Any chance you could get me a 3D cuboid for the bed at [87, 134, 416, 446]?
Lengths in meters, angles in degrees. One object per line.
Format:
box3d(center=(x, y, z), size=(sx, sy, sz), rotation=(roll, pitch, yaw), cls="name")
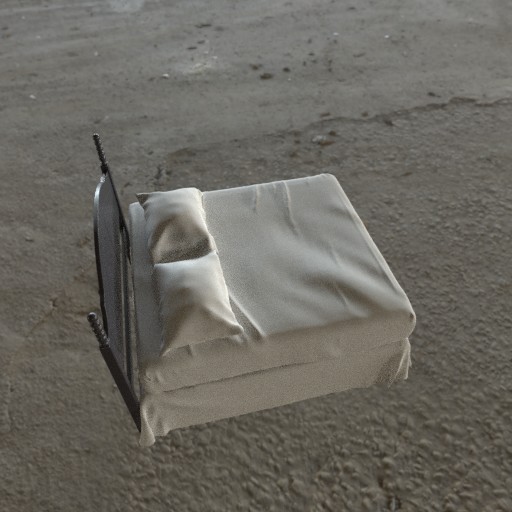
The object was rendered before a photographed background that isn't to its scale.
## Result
box3d(center=(0.000, 0.000, 3.266), size=(2.040, 1.356, 1.873), rotation=(-10, 48, -9), cls="bed")
